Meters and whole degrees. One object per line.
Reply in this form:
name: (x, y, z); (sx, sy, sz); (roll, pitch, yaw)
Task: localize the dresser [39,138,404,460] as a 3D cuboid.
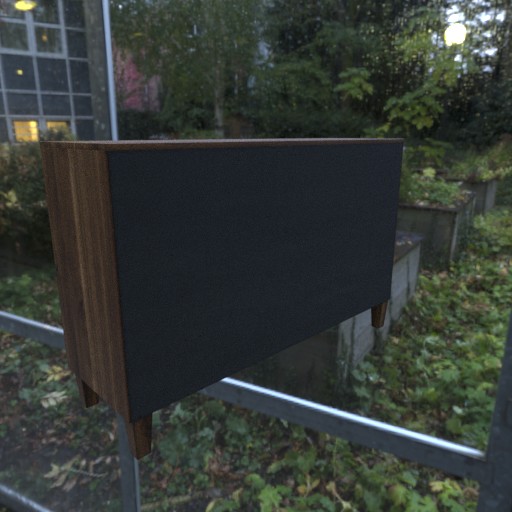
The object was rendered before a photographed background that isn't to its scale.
dresser: (0.000, 0.000, 1.758); (1.387, 0.892, 0.438); (-14, 21, -42)
